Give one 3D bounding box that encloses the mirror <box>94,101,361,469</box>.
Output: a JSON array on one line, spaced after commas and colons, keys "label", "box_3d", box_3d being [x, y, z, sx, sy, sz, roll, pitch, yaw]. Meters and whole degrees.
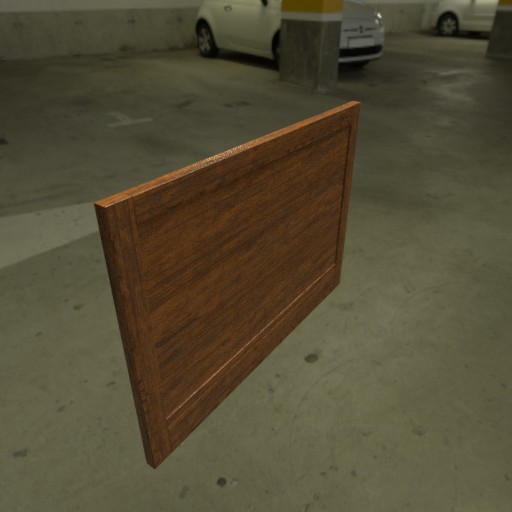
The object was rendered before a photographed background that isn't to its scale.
[{"label": "mirror", "box_3d": [0.000, 0.000, 0.975, 0.084, 0.537, 0.758, 20, 36, 30]}]
